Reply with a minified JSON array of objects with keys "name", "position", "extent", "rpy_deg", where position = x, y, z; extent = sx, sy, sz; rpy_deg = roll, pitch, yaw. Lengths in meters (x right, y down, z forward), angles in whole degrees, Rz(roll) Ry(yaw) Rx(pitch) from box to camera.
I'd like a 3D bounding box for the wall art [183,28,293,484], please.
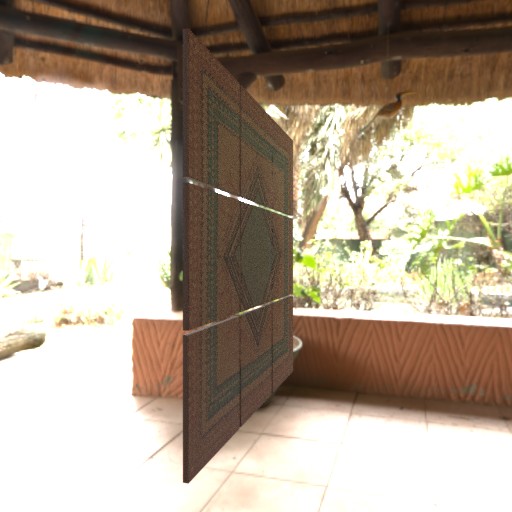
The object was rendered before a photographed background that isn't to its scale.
[{"name":"wall art","position":[0.000,0.000,1.326],"extent":[0.013,0.914,0.915],"rpy_deg":[0,0,18]}]
